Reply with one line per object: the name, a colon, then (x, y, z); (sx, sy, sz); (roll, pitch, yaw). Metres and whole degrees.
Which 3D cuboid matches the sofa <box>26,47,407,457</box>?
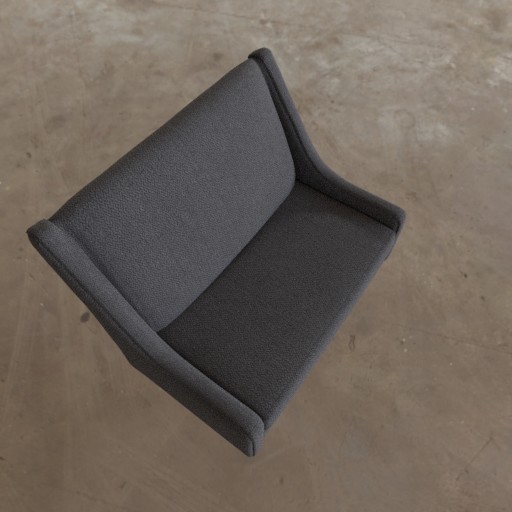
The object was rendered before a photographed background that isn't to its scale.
sofa: (0.000, 0.000, 1.874); (0.873, 1.022, 1.242); (31, 62, 19)
